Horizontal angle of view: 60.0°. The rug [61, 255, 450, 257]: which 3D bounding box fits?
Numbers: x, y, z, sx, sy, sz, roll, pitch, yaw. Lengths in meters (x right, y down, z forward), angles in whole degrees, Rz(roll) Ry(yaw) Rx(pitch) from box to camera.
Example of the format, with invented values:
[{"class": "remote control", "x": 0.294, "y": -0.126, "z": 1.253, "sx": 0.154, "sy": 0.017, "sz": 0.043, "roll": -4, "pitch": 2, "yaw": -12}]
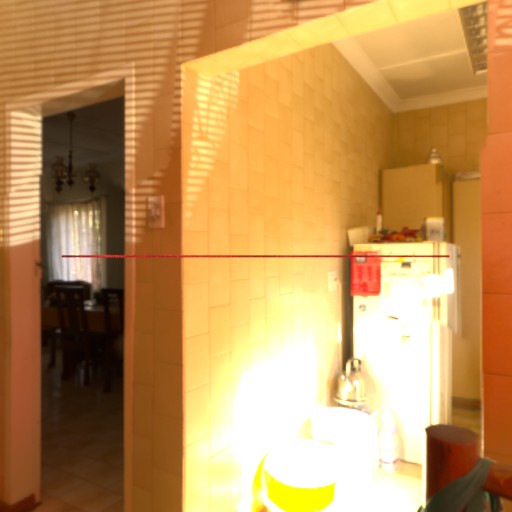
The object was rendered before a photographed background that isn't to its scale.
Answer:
[{"class": "rug", "x": 0.000, "y": 0.000, "z": 2.295, "sx": 1.223, "sy": 0.008, "sz": 1.817, "roll": 0, "pitch": 0, "yaw": 0}]
